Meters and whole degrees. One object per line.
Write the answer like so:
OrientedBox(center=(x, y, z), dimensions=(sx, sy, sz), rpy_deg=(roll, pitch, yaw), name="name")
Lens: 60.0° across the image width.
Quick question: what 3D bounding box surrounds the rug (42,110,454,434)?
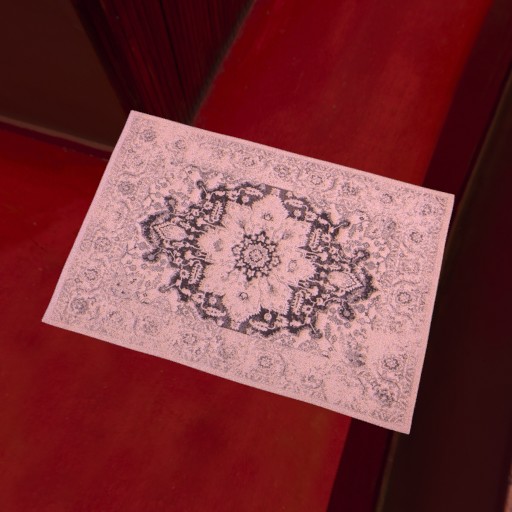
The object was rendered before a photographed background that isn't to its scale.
OrientedBox(center=(0.000, 0.000, 2.234), dimensions=(1.813, 0.008, 1.223), rpy_deg=(16, 75, 4), name="rug")
